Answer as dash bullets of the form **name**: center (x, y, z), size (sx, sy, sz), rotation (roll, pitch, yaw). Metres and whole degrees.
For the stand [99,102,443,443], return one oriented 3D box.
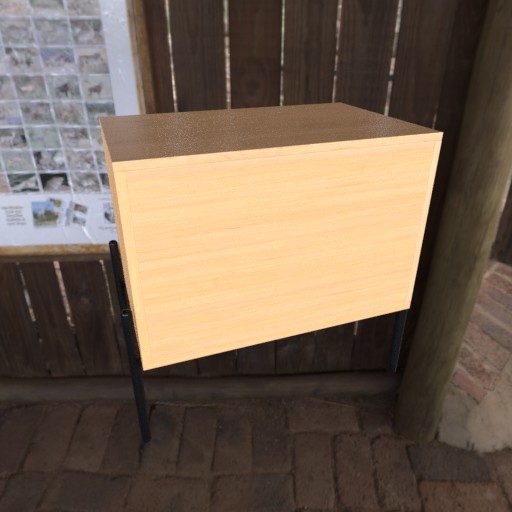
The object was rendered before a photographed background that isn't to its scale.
- **stand**: center (0.000, 0.000, 1.024), size (0.630, 0.600, 0.400), rotation (-10, 29, -18)
